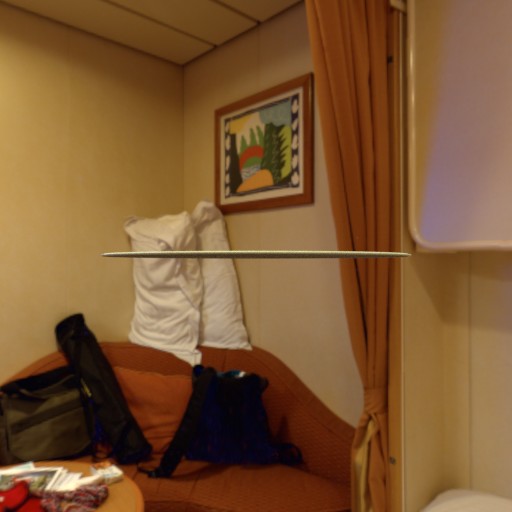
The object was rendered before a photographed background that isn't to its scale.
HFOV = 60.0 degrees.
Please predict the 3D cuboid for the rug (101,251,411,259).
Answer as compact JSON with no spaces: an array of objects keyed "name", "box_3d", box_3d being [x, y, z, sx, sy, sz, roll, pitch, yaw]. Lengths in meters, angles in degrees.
[{"name":"rug","box_3d":[0.000,0.000,2.409,1.593,0.012,1.593,0,-1,0]}]
